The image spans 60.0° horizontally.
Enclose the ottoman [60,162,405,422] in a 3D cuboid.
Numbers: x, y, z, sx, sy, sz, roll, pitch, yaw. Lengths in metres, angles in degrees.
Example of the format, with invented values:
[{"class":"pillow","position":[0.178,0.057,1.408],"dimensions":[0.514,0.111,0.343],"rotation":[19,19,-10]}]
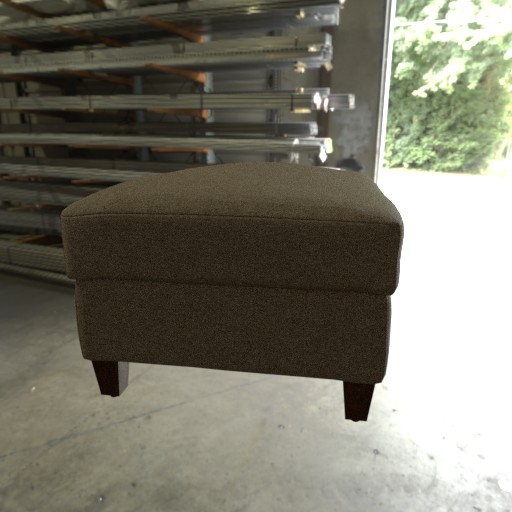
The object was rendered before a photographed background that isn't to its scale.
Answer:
[{"class":"ottoman","position":[0.000,0.000,1.291],"dimensions":[0.692,0.511,0.889],"rotation":[2,16,9]}]
